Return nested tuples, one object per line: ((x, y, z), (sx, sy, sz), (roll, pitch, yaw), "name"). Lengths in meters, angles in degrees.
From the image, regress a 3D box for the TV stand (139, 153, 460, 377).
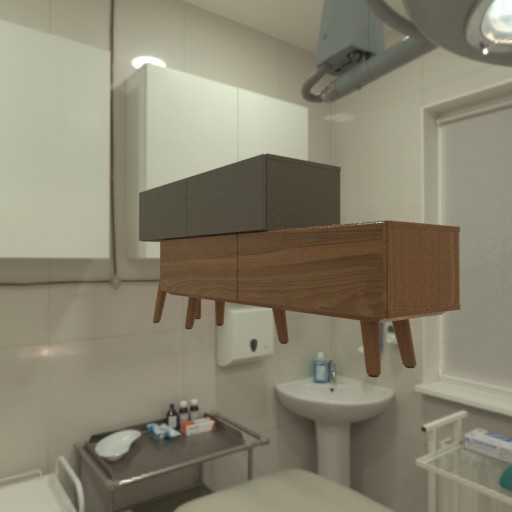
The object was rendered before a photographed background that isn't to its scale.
((0.000, 0.000, 1.574), (0.329, 0.591, 1.336), (0, -1, -37), "TV stand")
